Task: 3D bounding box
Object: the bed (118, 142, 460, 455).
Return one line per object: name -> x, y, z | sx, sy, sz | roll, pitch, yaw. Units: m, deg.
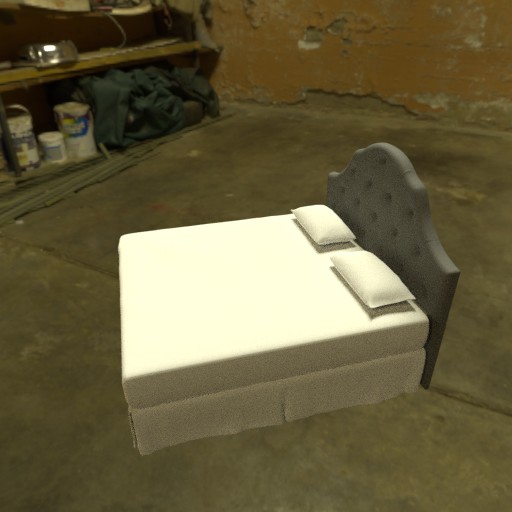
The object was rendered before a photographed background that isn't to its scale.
bed -> 0.000, 0.000, 3.552 | 2.214, 1.615, 2.008 | -8, 31, -13
